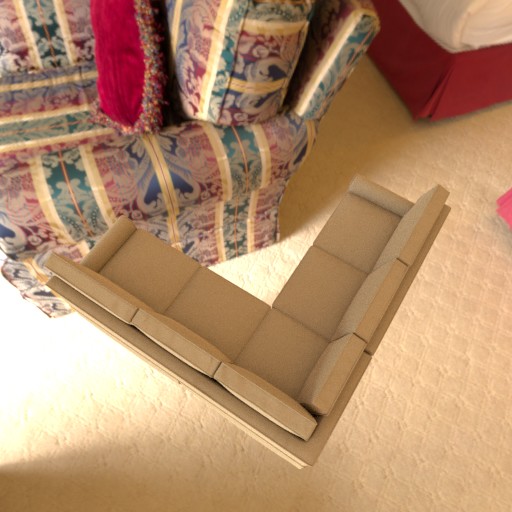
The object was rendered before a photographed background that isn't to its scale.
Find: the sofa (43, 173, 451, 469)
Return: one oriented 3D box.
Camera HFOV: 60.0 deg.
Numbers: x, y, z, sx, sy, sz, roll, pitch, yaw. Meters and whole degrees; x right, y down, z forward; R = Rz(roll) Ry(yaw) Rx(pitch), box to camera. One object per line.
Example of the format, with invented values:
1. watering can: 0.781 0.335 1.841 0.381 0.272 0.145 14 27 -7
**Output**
1. sofa: 0.000 0.000 4.315 2.733 1.124 2.730 30 67 14
